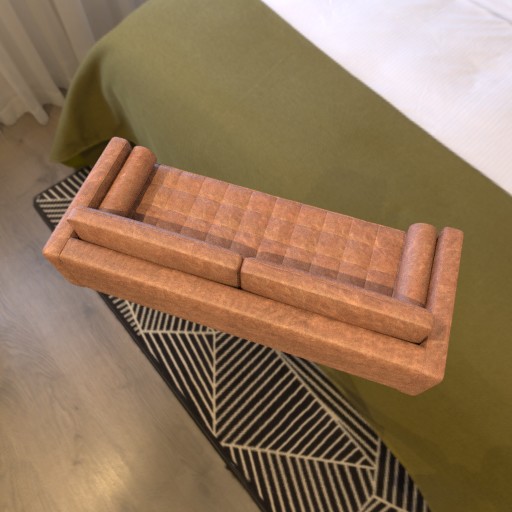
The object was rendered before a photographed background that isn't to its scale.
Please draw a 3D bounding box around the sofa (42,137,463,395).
[{"bbox_3d":[0.000,0.000,2.640,2.210,0.762,0.914,17,65,8],"label":"sofa"}]
